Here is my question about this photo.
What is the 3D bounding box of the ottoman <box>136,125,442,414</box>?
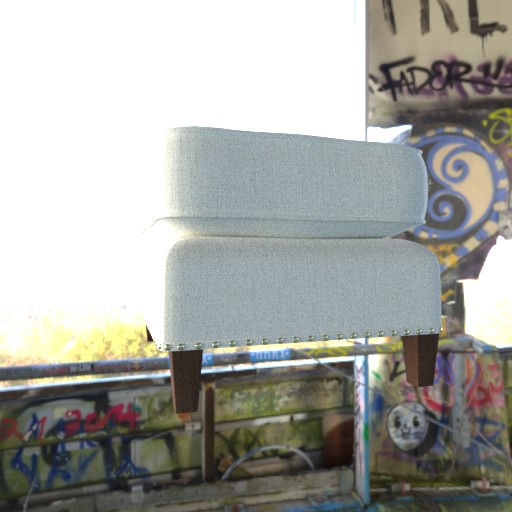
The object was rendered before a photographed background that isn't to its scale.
[{"bbox_3d":[0.000,0.000,1.163,0.589,0.537,0.738,0,0,-18],"label":"ottoman"}]
